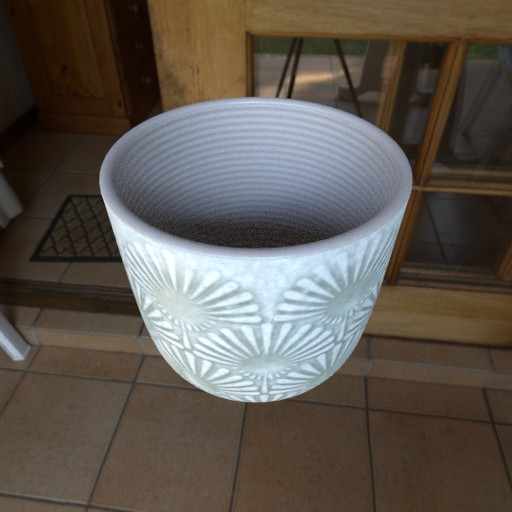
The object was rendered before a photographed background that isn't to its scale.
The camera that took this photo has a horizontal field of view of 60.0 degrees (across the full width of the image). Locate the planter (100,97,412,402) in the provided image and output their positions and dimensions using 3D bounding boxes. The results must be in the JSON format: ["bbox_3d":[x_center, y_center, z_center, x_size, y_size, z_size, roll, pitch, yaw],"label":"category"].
[{"bbox_3d":[0.000,0.000,0.216,0.124,0.109,0.124,0,42,0],"label":"planter"}]
